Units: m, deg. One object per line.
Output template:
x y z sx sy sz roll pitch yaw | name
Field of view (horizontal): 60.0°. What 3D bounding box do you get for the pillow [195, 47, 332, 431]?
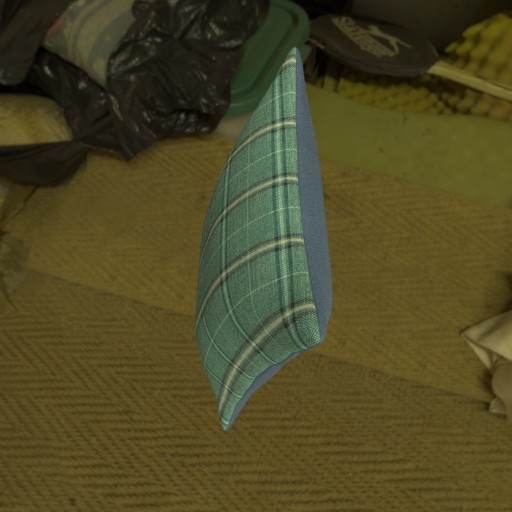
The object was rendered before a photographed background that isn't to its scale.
0.000 0.000 0.703 0.200 0.430 0.453 0 58 0 | pillow
